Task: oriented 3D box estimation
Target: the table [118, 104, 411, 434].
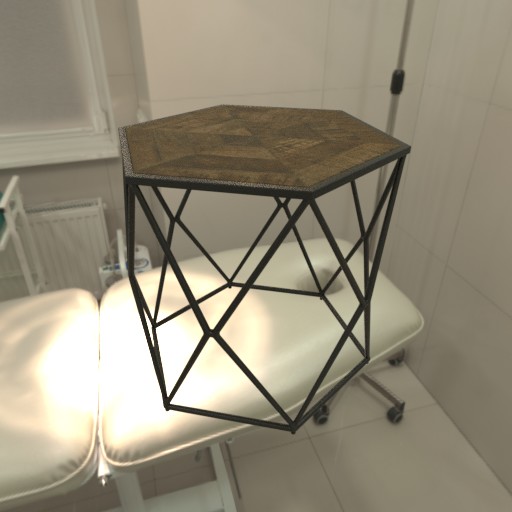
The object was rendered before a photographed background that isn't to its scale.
[{"bbox_3d":[0.000,0.000,1.033,0.579,0.564,0.578,-9,33,-14],"label":"table"}]
